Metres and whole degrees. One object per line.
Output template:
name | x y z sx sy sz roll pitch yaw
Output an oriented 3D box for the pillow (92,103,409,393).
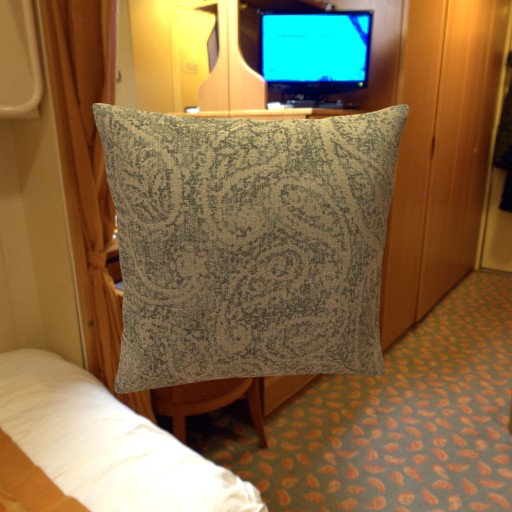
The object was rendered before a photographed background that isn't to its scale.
pillow | 0.000 0.000 0.783 0.523 0.510 0.166 -2 16 -8
